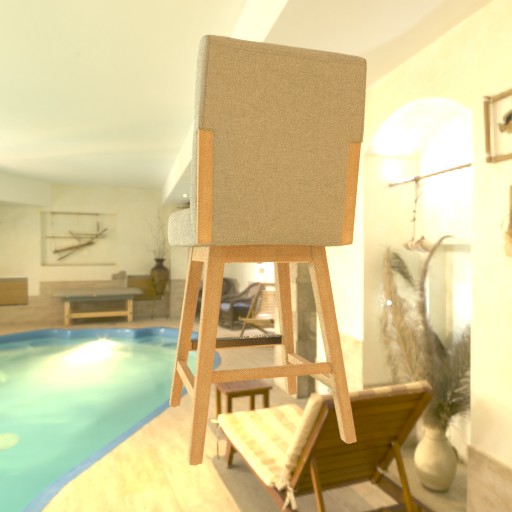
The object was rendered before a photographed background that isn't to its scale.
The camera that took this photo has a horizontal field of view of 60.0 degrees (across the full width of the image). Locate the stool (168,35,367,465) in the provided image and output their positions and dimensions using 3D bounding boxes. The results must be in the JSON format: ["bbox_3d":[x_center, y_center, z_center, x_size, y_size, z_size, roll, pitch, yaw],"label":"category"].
[{"bbox_3d":[0.000,0.000,1.404,0.507,1.085,0.606,0,0,-17],"label":"stool"}]
